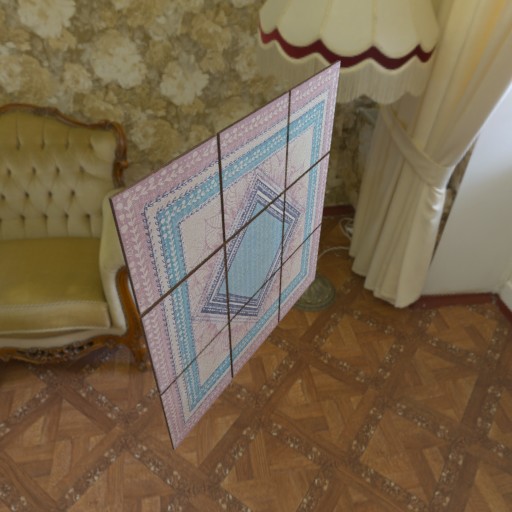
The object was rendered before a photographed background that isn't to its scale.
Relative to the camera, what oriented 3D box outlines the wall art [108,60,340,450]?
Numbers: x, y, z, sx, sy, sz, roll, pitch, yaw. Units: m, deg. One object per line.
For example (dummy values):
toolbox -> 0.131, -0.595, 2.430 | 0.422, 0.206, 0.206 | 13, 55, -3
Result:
wall art -> 0.000, 0.000, 2.260 | 0.014, 1.525, 1.527 | 23, 46, 25
